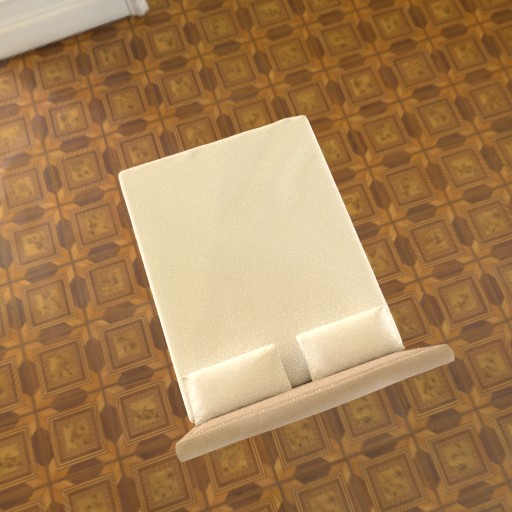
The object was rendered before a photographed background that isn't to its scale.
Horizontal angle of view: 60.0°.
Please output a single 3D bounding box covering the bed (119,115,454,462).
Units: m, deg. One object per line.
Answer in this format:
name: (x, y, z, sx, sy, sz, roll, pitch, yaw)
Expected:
bed: (0.000, 0.000, 3.410, 1.821, 1.436, 2.282, -19, 76, -5)
